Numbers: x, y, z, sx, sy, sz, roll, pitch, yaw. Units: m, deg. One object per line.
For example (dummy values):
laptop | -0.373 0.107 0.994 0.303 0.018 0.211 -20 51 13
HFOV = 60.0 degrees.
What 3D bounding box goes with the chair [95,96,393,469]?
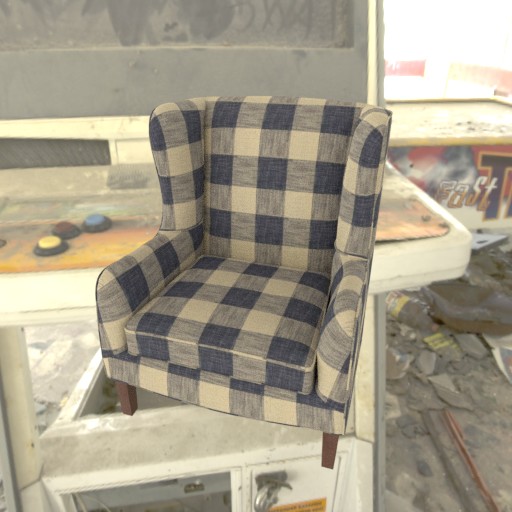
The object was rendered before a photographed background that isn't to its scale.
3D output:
chair | 0.000 0.000 1.644 0.830 1.041 0.889 8 28 16
